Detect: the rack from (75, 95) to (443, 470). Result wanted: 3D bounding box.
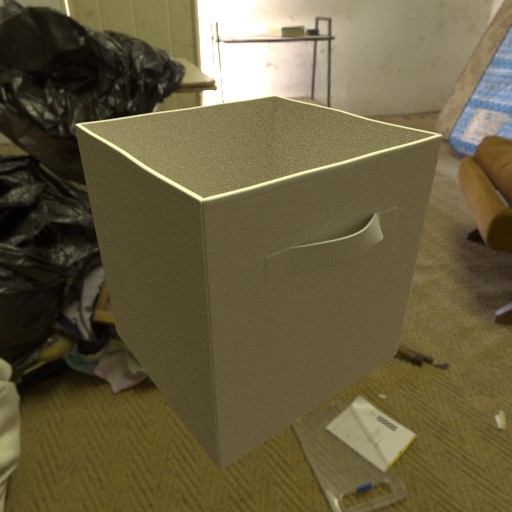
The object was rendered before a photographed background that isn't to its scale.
[{"bbox_3d":[0.000,0.000,0.499,0.270,0.280,0.270,-21,36,-31],"label":"rack"}]
